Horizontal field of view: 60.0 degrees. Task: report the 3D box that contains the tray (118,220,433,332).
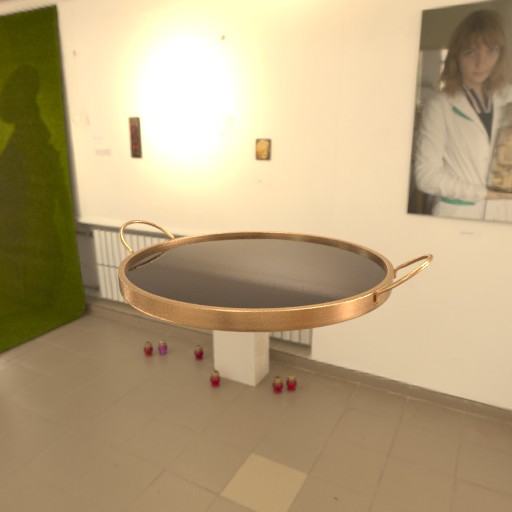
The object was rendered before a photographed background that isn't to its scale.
[{"bbox_3d":[0.000,0.000,0.732,0.543,0.069,0.438,8,18,27],"label":"tray"}]
